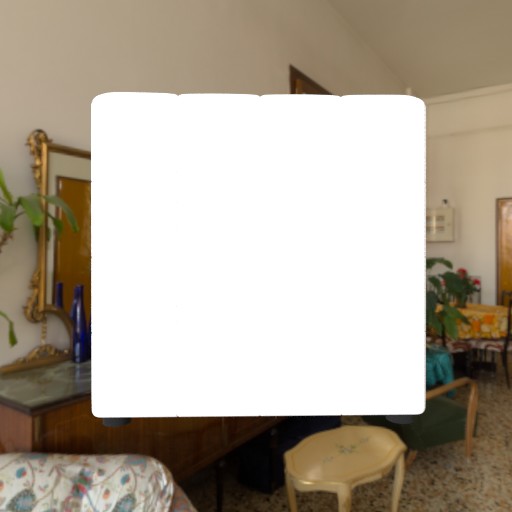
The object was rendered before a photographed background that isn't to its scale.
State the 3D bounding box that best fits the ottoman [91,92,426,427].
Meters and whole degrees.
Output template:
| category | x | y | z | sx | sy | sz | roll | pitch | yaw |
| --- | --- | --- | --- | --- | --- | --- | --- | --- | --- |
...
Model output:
| category | x | y | z | sx | sy | sz | roll | pitch | yaw |
| --- | --- | --- | --- | --- | --- | --- | --- | --- | --- |
| ottoman | 0.000 | 0.000 | 0.768 | 0.425 | 0.432 | 0.425 | 0 | 0 | -2 |
